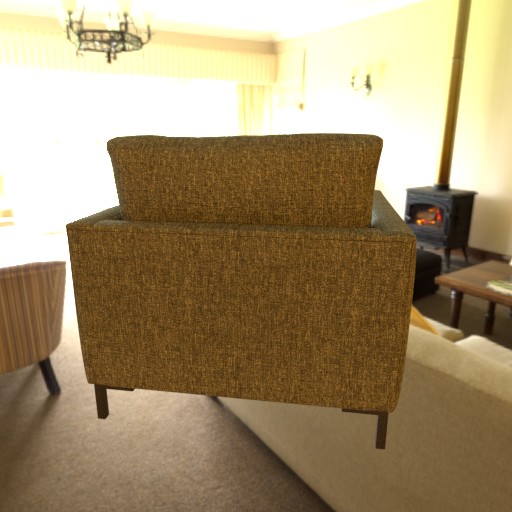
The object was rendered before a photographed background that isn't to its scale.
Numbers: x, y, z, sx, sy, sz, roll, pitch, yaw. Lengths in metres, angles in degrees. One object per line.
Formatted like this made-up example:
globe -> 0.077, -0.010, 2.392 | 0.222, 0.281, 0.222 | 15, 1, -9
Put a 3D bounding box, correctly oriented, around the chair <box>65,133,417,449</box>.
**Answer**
chair -> 0.000, 0.000, 1.600 | 0.963, 0.861, 0.866 | 3, 16, 9
